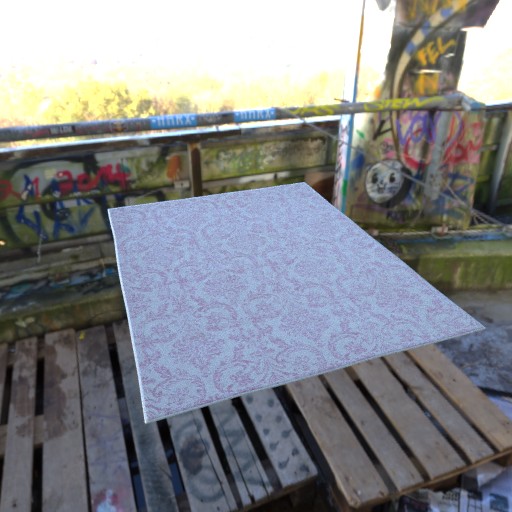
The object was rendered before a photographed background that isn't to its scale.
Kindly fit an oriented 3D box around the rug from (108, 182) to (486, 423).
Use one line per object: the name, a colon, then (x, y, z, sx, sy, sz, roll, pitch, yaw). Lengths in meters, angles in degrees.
rug: (0.000, 0.000, 3.975, 2.363, 0.012, 2.980, -10, 32, -17)
